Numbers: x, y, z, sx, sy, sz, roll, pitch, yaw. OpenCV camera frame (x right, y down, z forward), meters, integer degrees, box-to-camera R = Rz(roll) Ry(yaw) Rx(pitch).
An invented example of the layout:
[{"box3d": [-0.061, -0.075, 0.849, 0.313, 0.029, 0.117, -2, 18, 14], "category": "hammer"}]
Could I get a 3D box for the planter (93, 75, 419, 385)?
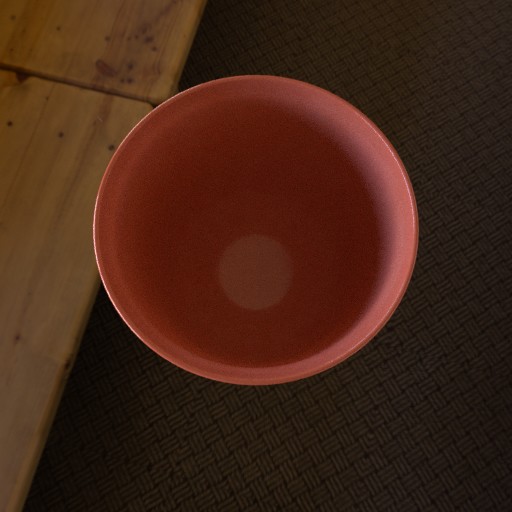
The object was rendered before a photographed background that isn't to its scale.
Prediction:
[{"box3d": [0.000, 0.000, 0.492, 0.266, 0.270, 0.266, 0, 76, 0], "category": "planter"}]
